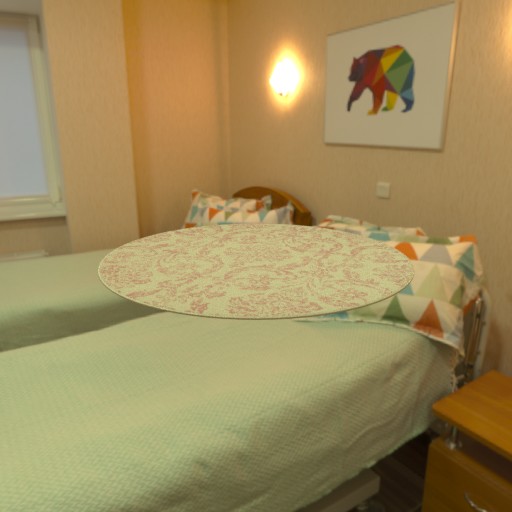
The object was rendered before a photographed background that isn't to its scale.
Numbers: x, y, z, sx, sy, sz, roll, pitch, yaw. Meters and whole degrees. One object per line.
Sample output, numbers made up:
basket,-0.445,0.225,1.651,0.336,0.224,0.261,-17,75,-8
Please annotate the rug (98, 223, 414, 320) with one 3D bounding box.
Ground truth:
rug,0.000,0.000,2.355,1.593,0.012,1.593,0,16,0
